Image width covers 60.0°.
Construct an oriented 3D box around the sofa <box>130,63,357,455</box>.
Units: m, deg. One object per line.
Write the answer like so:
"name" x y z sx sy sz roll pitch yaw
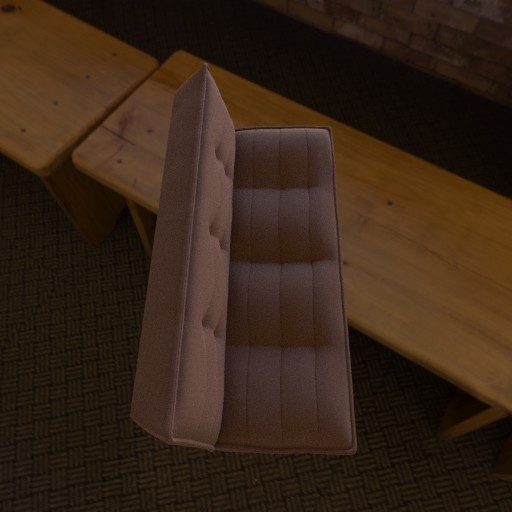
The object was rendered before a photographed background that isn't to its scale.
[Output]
"sofa" 0.000 0.000 2.387 0.950 0.890 1.940 1 63 0
